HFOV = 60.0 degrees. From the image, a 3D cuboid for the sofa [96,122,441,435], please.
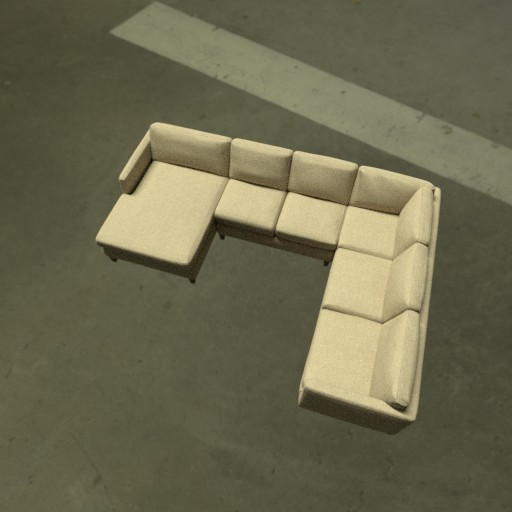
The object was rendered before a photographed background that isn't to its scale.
[{"bbox_3d":[0.000,0.000,4.637,3.460,0.959,2.593,15,59,9],"label":"sofa"}]
